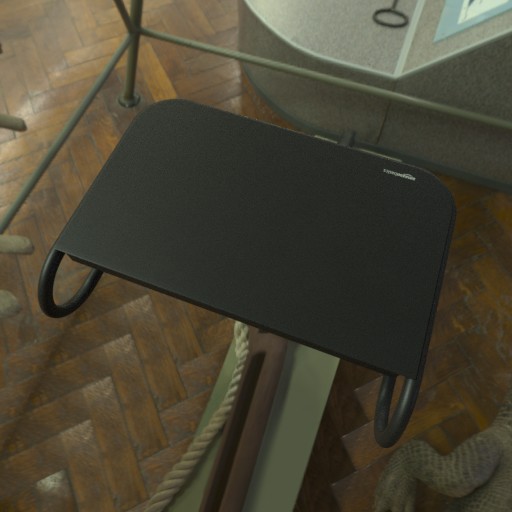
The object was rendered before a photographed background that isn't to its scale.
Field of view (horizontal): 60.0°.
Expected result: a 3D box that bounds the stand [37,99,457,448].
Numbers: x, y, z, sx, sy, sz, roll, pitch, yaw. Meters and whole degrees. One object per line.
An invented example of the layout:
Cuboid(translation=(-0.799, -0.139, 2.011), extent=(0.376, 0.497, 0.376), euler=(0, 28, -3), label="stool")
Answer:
Cuboid(translation=(0.000, 0.000, 0.487), extent=(0.370, 0.108, 0.280), euler=(19, 66, 9), label="stand")
